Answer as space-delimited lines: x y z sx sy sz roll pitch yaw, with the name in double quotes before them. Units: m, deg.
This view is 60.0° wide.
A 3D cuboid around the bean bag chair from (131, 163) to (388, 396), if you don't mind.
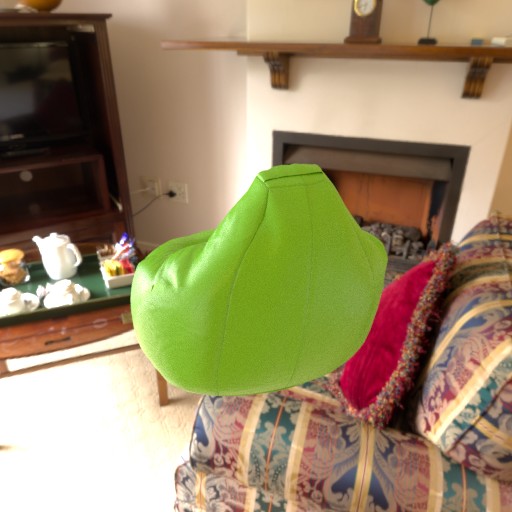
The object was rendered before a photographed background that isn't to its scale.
"bean bag chair" 0.000 0.000 1.876 1.070 0.990 1.070 -9 29 -16
